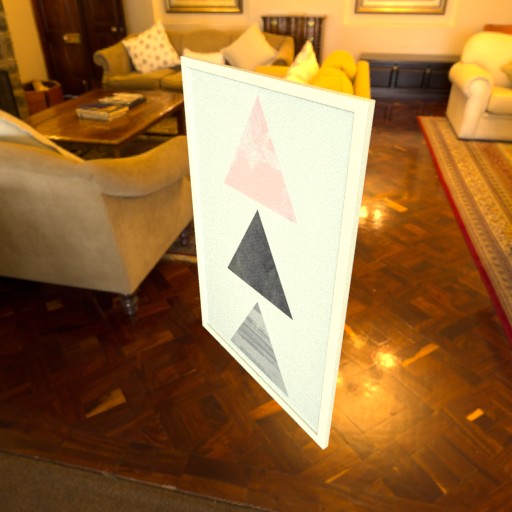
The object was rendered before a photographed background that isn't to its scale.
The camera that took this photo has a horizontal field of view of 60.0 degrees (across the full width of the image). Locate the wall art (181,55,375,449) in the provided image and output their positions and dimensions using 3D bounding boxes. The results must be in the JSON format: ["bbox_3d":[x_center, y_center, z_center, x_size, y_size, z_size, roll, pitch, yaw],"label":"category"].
[{"bbox_3d":[0.000,0.000,0.849,0.013,0.656,0.456,-21,38,-30],"label":"wall art"}]
